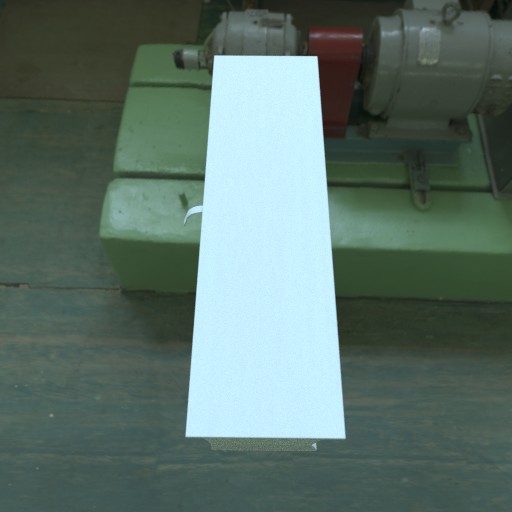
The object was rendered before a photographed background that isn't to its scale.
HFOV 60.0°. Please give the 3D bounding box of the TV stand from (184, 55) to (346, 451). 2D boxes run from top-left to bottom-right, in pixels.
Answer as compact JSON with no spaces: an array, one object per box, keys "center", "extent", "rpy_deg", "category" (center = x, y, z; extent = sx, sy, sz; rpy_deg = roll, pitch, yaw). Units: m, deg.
[{"center":[0.000,0.000,1.497],"extent":[0.424,0.624,1.187],"rpy_deg":[1,64,0],"category":"TV stand"}]
